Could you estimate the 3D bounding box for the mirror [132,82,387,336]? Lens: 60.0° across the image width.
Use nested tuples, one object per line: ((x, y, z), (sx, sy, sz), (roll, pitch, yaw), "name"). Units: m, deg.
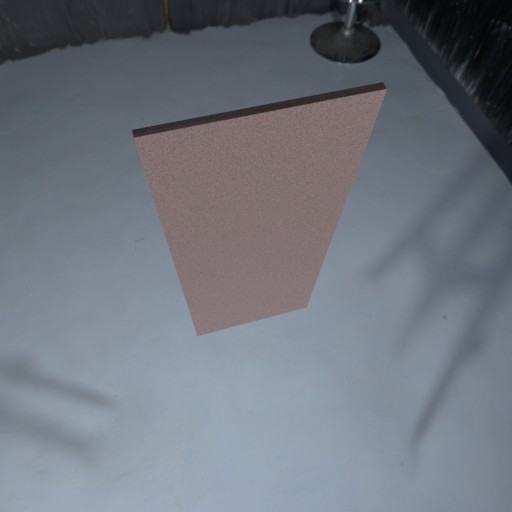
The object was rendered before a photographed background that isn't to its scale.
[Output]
((0.000, 0.000, 2.276), (0.812, 2.020, 0.221), (-14, 59, -8), "mirror")
